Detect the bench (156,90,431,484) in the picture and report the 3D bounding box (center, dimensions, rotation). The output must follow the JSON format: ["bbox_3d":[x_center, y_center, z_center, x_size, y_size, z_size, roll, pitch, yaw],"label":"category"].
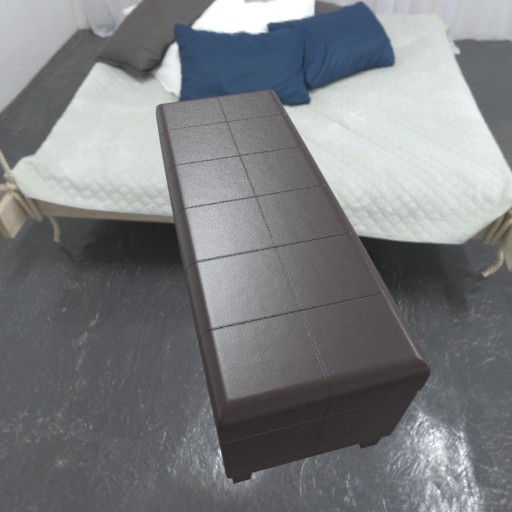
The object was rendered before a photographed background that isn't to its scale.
[{"bbox_3d":[0.000,0.000,1.305,0.429,0.457,1.092,-11,49,-9],"label":"bench"}]
